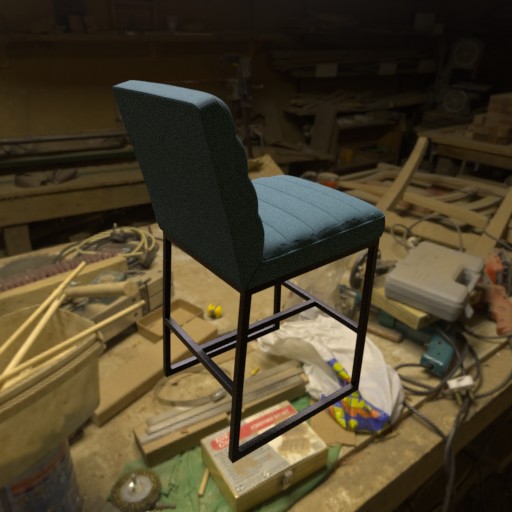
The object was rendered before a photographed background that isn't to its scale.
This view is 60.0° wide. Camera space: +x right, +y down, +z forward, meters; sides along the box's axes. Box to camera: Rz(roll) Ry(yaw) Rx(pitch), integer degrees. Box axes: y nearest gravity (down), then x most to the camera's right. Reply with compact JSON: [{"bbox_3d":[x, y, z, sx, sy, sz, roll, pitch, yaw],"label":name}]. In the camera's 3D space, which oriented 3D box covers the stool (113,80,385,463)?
[{"bbox_3d":[0.000,0.000,1.269,0.560,0.940,0.460,-17,31,-31],"label":"stool"}]
